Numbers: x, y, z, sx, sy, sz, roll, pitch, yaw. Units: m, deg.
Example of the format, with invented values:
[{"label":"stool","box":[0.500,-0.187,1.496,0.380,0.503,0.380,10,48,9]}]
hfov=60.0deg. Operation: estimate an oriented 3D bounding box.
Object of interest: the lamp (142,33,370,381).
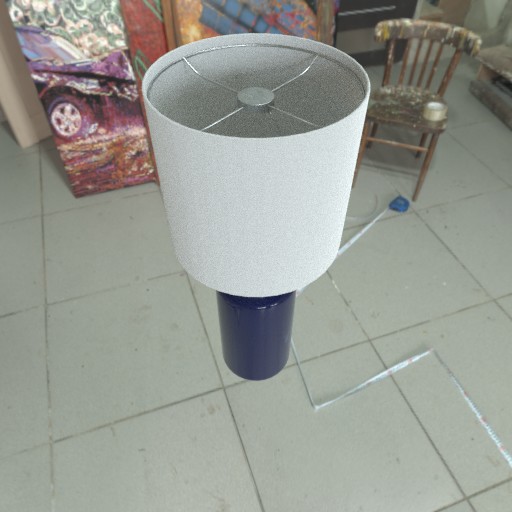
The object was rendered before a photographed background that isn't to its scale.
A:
[{"label":"lamp","box":[0.000,0.000,0.596,0.212,0.493,0.212,33,55,27]}]
